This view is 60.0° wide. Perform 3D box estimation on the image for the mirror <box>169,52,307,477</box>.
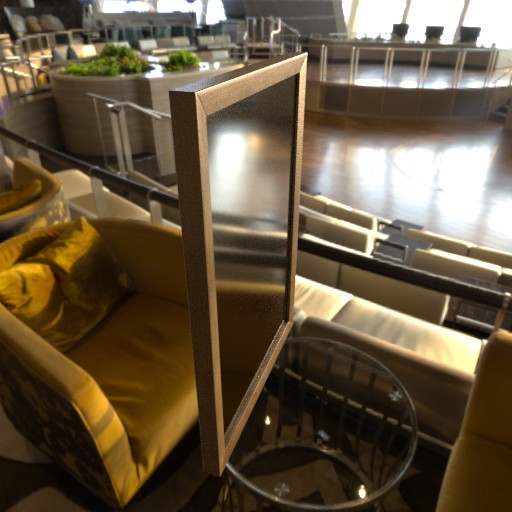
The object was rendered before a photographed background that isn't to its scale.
[{"bbox_3d":[0.000,0.000,0.896,0.040,0.710,0.507,10,31,18],"label":"mirror"}]
